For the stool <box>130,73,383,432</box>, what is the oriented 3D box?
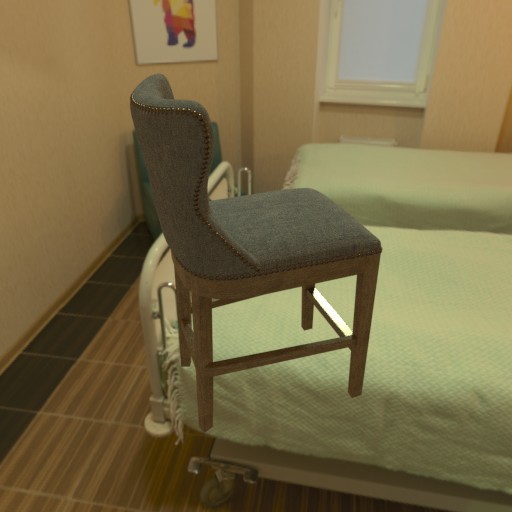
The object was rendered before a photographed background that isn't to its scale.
[{"bbox_3d":[0.000,0.000,1.321,0.608,0.981,0.498,-10,31,-17],"label":"stool"}]
